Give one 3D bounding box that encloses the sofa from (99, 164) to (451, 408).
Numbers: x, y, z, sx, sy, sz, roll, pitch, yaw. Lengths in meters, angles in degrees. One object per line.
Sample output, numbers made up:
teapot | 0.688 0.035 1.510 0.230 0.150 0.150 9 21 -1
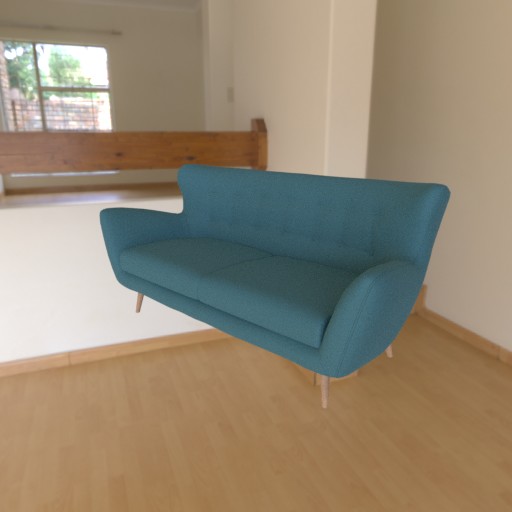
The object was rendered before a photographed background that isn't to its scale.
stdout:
sofa | 0.000 0.000 2.450 1.930 0.890 0.889 15 21 42
